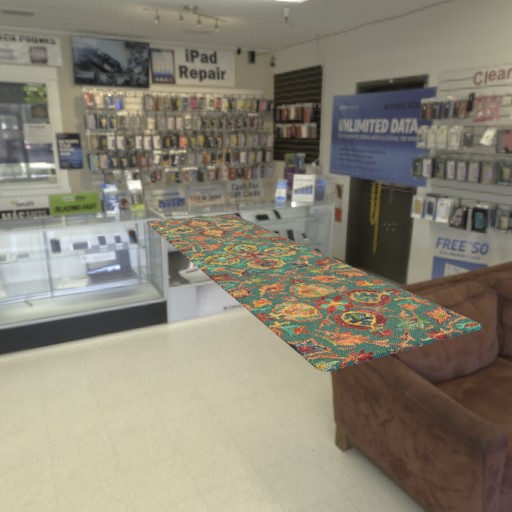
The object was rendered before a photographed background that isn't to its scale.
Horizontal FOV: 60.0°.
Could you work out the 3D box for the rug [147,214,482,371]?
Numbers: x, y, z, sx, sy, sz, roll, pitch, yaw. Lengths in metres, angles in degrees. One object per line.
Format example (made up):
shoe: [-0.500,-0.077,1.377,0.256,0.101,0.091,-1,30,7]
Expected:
rug: [0.000,0.000,2.396,0.686,0.013,2.286,-8,18,-25]
